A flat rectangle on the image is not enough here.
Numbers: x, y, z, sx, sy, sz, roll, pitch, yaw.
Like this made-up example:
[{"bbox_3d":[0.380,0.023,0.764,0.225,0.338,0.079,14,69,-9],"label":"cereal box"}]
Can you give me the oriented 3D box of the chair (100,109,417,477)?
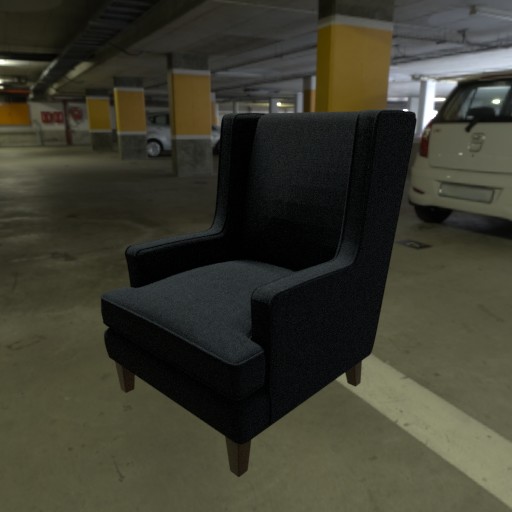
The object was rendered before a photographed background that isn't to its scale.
[{"bbox_3d":[0.000,0.000,1.707,0.764,1.072,0.947,15,22,41],"label":"chair"}]
